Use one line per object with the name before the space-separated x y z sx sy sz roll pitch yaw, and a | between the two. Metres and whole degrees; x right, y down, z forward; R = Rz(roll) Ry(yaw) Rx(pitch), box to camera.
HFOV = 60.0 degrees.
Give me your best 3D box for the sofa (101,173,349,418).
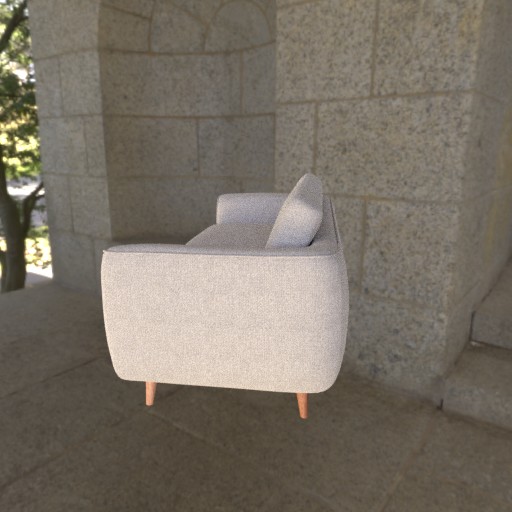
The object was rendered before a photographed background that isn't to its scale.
sofa | 0.000 0.000 2.462 0.920 0.850 2.000 2 14 8
